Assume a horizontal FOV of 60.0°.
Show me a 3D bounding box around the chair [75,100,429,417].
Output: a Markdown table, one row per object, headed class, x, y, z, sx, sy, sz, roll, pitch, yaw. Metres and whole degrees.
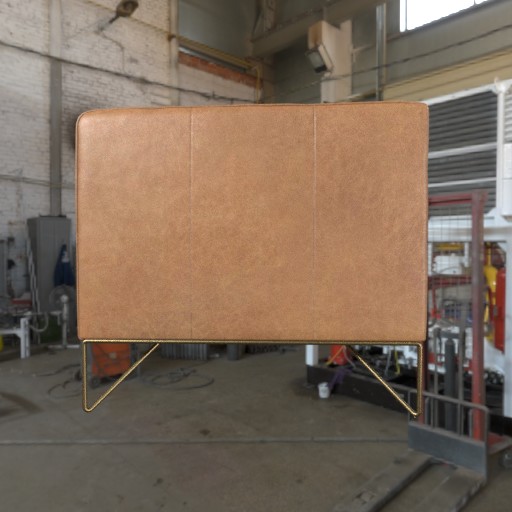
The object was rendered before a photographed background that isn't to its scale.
| class | x | y | z | sx | sy | sz | roll | pitch | yaw |
| --- | --- | --- | --- | --- | --- | --- | --- | --- | --- |
| chair | 0.000 | 0.000 | 1.566 | 0.912 | 0.797 | 0.920 | 0 | 1 | 2 |
